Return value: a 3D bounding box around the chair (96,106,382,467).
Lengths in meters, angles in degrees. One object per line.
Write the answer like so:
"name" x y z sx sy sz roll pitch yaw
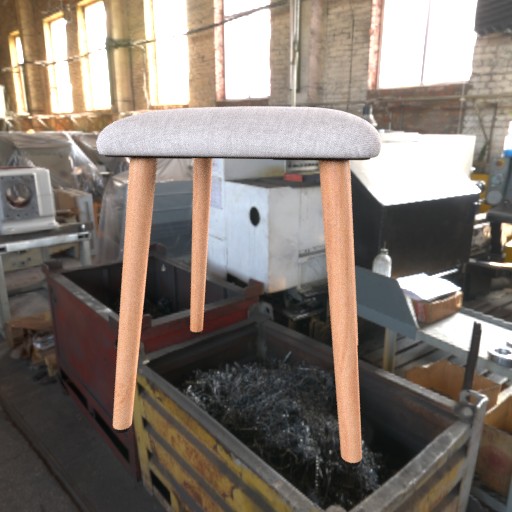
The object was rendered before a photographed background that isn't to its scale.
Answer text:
"chair" 0.000 0.000 0.695 0.350 0.440 0.350 3 16 11
